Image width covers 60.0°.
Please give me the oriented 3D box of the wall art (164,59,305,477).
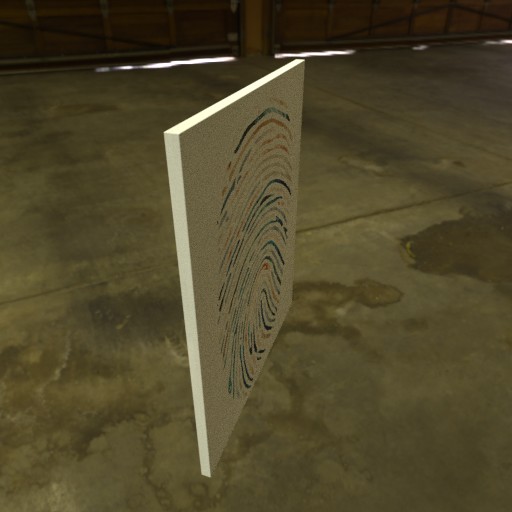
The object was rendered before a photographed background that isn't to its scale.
[{"bbox_3d":[0.000,0.000,0.967,0.021,0.710,0.609,11,34,17],"label":"wall art"}]
